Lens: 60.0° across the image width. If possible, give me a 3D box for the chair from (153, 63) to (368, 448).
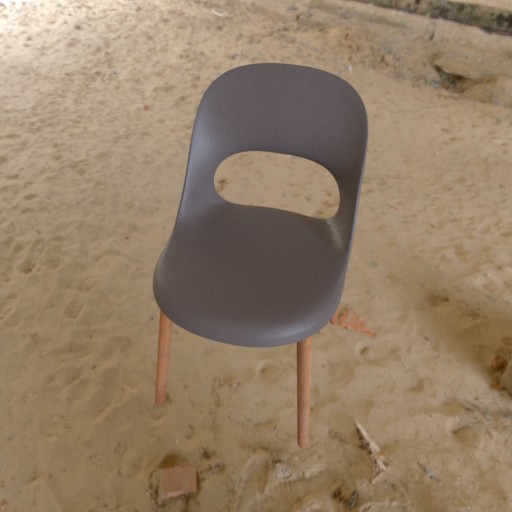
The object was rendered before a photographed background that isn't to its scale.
[{"bbox_3d":[0.000,0.000,1.150,0.470,0.794,0.556,12,42,13],"label":"chair"}]
